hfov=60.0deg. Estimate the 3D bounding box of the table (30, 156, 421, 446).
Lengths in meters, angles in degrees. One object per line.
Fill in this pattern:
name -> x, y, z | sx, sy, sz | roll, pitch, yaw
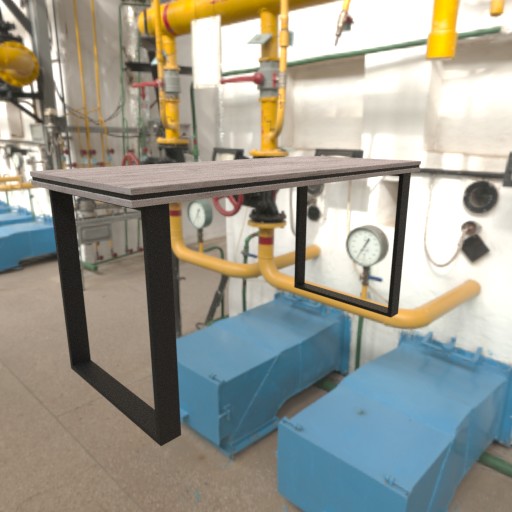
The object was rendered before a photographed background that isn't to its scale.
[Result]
table -> 0.000, 0.000, 2.235 | 1.778, 0.899, 0.795 | -15, 21, -43
